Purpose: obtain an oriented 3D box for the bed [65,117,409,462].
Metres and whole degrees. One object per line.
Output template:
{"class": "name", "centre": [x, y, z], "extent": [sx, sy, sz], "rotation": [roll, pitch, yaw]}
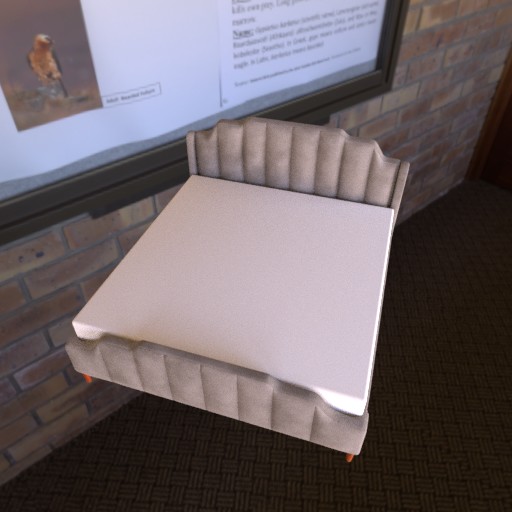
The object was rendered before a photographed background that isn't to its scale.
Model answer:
{"class": "bed", "centre": [0.000, 0.000, 3.528], "extent": [2.074, 1.245, 2.340], "rotation": [12, 43, 13]}
